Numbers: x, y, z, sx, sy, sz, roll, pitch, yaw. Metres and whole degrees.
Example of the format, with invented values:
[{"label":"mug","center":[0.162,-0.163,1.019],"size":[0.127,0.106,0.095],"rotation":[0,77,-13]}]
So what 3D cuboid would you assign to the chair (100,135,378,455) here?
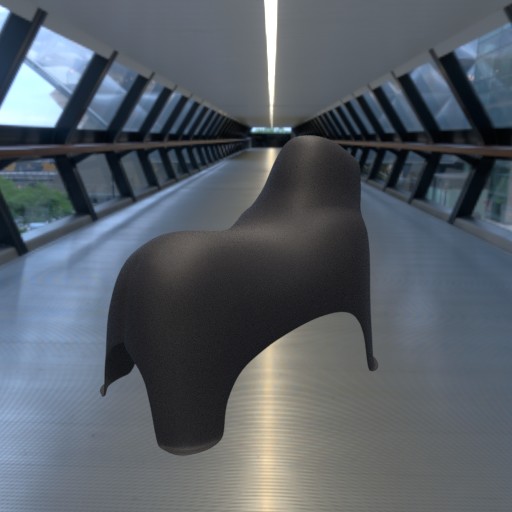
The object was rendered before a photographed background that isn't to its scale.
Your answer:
[{"label":"chair","center":[0.000,0.000,1.129],"size":[0.758,0.600,0.490],"rotation":[-13,19,-42]}]
